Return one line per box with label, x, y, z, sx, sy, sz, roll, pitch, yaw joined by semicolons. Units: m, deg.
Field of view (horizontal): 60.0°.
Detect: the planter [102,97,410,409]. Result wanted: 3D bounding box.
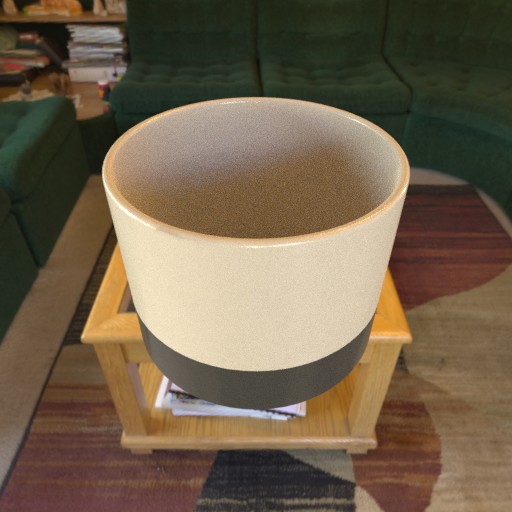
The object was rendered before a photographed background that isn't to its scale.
planter;0.000;0.000;0.343;0.193;0.177;0.193;0;40;0
